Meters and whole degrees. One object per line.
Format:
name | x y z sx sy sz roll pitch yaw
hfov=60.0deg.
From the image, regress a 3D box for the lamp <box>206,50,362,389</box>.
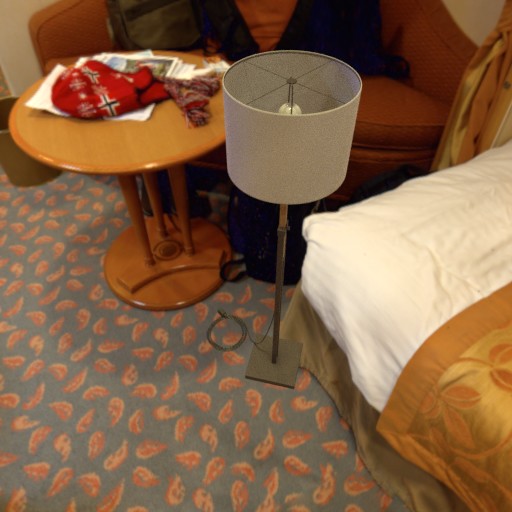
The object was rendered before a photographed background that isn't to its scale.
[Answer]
lamp | 0.000 0.000 1.943 0.639 1.650 0.474 10 48 9
